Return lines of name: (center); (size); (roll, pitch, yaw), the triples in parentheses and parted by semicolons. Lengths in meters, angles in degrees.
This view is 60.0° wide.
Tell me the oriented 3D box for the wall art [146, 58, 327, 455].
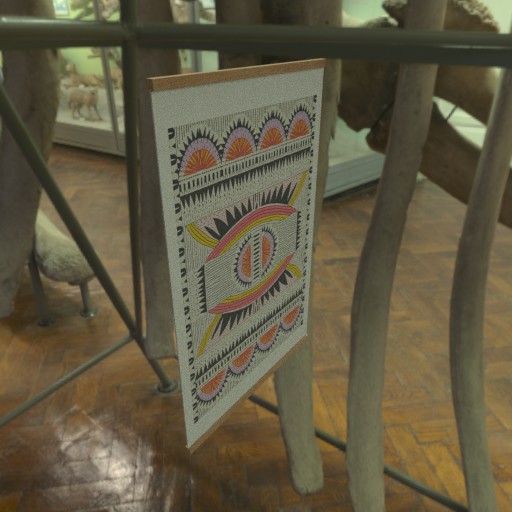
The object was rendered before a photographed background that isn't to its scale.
wall art: (0.000, 0.000, 1.944); (0.028, 1.533, 0.999); (19, 33, 32)
